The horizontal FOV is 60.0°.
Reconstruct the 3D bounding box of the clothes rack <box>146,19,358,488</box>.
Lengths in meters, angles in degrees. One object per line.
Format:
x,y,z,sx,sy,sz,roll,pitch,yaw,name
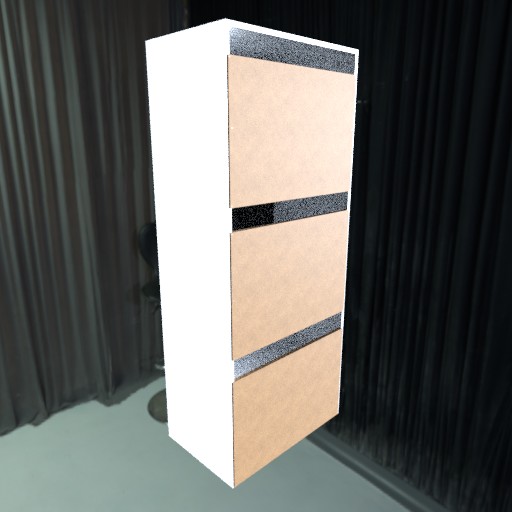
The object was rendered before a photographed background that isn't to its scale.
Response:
0.000,0.000,1.364,0.500,1.187,0.330,-14,21,-42,clothes rack
